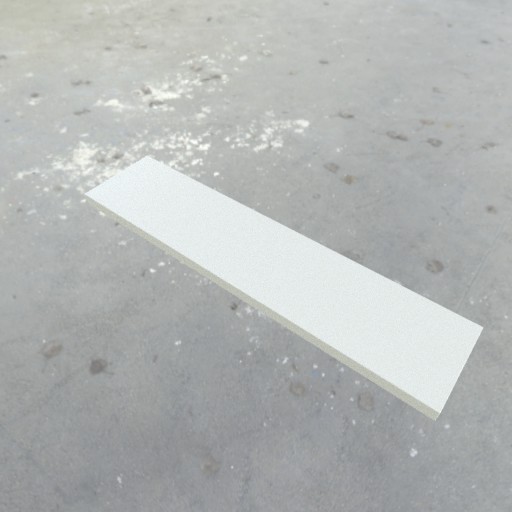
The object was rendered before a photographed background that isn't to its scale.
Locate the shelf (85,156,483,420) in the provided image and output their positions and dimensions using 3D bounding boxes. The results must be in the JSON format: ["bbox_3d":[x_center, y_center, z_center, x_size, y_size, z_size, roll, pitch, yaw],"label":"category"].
[{"bbox_3d":[0.000,0.000,0.650,0.610,0.020,0.140,29,53,25],"label":"shelf"}]
